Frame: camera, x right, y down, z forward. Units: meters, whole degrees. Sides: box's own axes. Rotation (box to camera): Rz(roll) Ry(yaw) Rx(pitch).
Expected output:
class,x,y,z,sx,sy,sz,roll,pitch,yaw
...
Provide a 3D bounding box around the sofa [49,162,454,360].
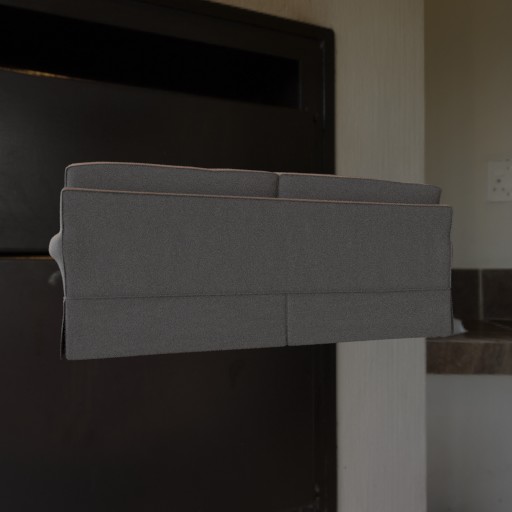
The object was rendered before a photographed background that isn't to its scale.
class,x,y,z,sx,sy,sz,roll,pitch,yaw
sofa,0.000,0.000,2.732,2.248,0.943,0.991,0,0,-18
